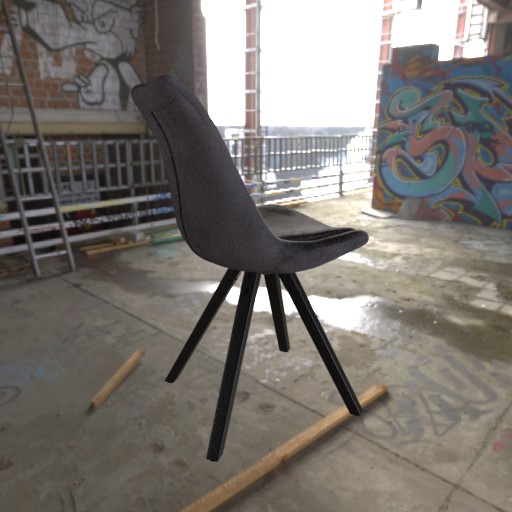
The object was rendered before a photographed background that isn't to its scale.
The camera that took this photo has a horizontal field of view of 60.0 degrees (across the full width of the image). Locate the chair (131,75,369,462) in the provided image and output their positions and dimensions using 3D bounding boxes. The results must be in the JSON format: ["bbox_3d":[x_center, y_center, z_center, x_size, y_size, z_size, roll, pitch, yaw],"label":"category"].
[{"bbox_3d":[0.000,0.000,1.177,0.550,0.850,0.476,-8,18,-25],"label":"chair"}]
